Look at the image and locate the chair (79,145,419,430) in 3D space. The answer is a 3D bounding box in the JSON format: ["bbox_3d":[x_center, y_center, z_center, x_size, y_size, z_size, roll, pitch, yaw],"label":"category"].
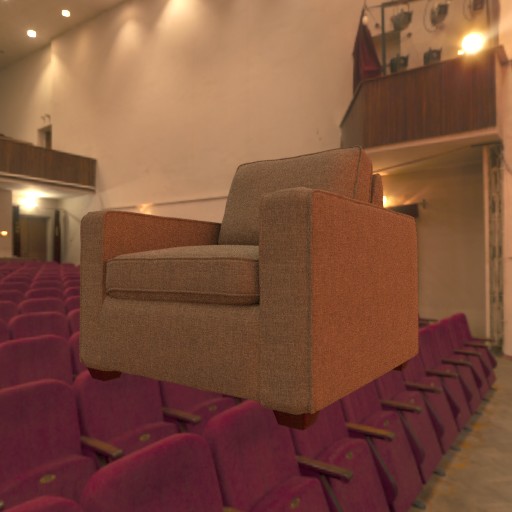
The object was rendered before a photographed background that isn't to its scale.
[{"bbox_3d":[0.000,0.000,1.738,1.016,0.914,0.940,-1,-1,36],"label":"chair"}]
